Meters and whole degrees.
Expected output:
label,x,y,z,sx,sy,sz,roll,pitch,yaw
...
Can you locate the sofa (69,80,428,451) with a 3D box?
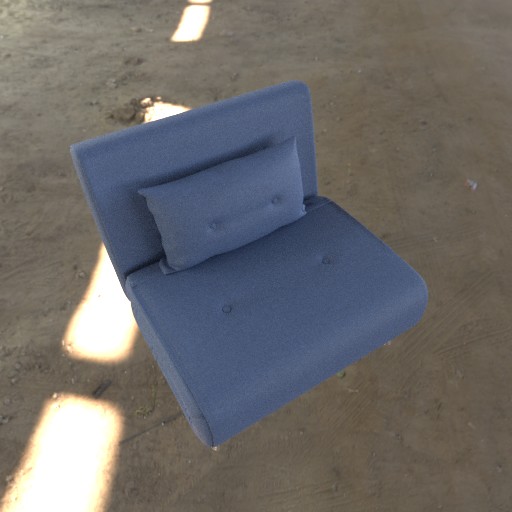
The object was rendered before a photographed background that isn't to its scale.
label,x,y,z,sx,sy,sz,roll,pitch,yaw
sofa,0.000,0.000,1.751,0.999,0.860,0.996,-24,51,-21
